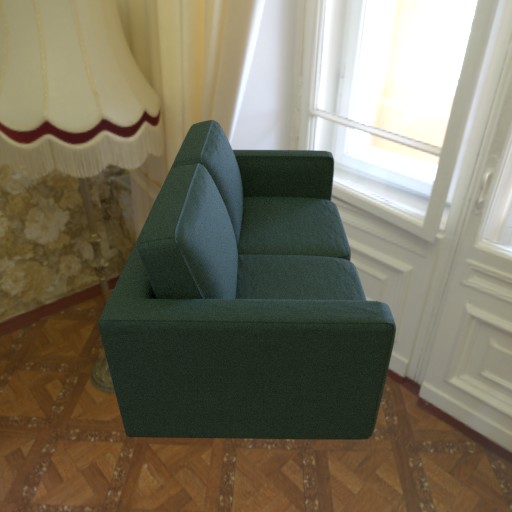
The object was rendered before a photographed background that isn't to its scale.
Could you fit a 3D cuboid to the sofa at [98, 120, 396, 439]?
[{"bbox_3d":[0.000,0.000,1.967,0.879,0.899,1.430,0,33,1],"label":"sofa"}]
